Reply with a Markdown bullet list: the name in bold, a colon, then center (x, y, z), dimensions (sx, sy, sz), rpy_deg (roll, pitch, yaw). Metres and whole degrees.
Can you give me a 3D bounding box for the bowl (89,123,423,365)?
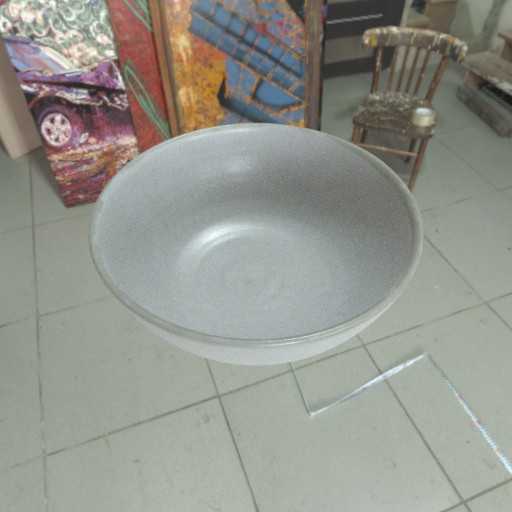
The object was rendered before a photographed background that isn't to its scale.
- **bowl**: center (0.000, 0.000, 0.408), dimensions (0.268, 0.121, 0.268), rpy_deg (0, 46, 0)
